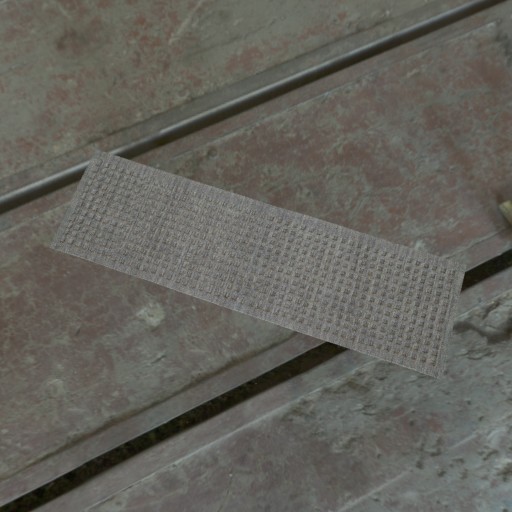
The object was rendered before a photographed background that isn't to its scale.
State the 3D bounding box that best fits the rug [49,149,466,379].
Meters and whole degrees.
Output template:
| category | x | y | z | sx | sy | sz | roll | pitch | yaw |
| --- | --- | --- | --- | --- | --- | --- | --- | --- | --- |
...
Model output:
| category | x | y | z | sx | sy | sz | roll | pitch | yaw |
| --- | --- | --- | --- | --- | --- | --- | --- | --- | --- |
| rug | 0.000 | 0.000 | 2.691 | 2.443 | 0.009 | 0.706 | 18 | 75 | 5 |
